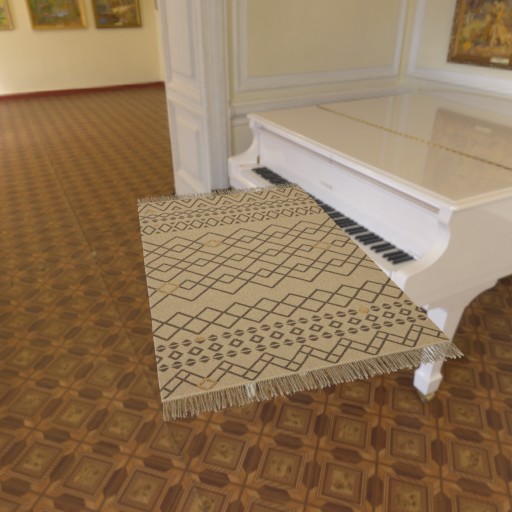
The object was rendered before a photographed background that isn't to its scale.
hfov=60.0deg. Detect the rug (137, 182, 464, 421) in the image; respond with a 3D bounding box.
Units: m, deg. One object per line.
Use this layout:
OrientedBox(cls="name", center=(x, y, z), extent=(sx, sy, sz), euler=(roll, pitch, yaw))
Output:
OrientedBox(cls="rug", center=(0.000, 0.000, 3.062), extent=(1.495, 0.035, 2.472), euler=(-8, 31, -13))
